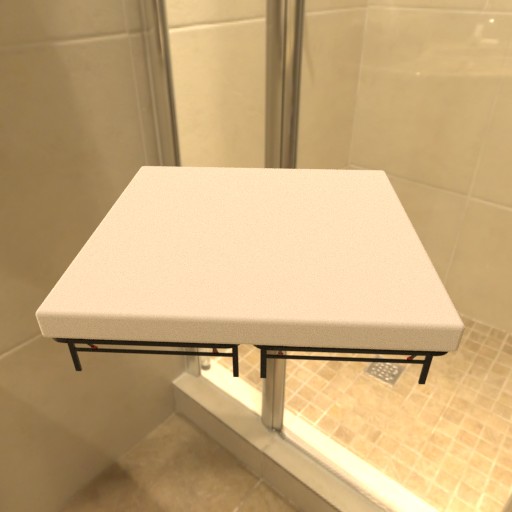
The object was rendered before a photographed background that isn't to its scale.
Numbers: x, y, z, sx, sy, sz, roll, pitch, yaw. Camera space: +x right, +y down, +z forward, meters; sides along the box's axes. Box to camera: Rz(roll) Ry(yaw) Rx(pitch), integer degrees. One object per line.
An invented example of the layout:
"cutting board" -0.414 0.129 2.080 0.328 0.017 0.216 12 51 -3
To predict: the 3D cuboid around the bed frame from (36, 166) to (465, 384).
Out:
"bed frame" 0.000 0.000 3.021 2.033 0.525 1.935 2 33 2
